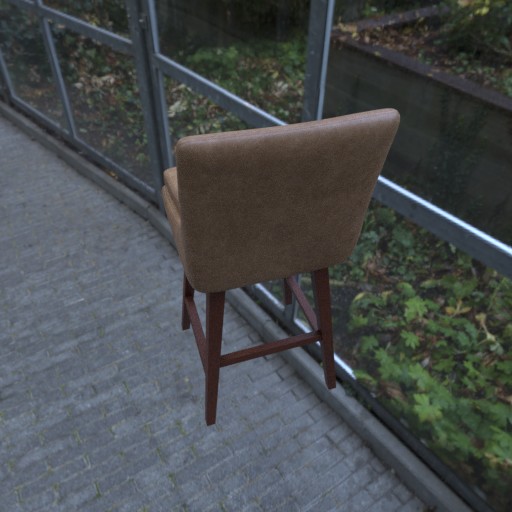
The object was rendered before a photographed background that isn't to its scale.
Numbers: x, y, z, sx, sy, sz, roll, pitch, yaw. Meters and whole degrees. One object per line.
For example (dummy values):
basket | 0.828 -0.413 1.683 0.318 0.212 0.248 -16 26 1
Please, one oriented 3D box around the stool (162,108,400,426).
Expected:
stool | 0.000 0.000 1.372 0.487 1.079 0.572 -12 42 -13
